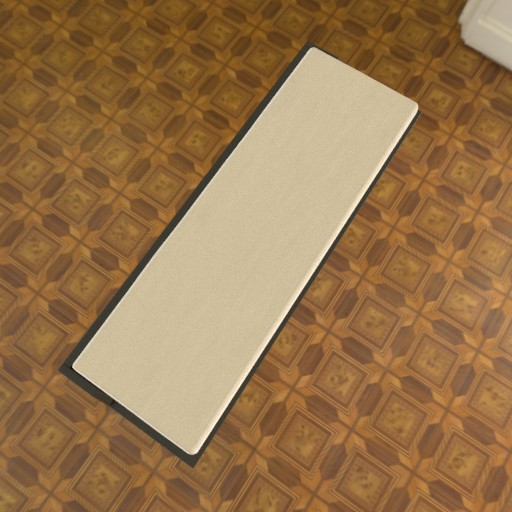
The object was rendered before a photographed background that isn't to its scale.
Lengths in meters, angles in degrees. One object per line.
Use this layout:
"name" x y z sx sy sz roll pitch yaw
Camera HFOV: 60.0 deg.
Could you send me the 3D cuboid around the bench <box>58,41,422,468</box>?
"bench" 0.000 0.000 1.228 0.345 0.561 0.973 33 77 8
